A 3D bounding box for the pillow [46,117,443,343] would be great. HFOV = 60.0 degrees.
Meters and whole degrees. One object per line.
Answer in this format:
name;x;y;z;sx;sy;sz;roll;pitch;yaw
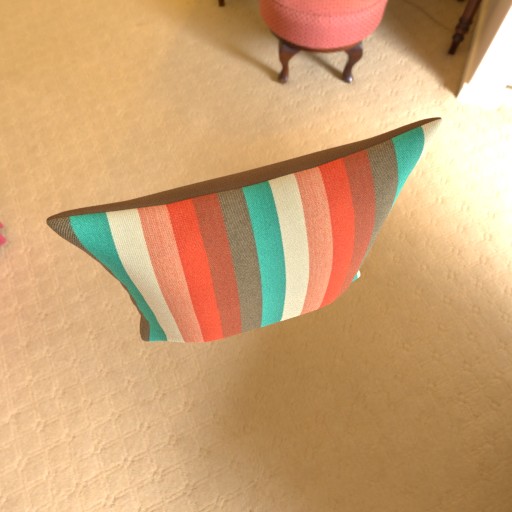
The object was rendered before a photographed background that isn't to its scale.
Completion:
pillow;0.000;0.000;0.680;0.453;0.443;0.168;-16;64;-8
